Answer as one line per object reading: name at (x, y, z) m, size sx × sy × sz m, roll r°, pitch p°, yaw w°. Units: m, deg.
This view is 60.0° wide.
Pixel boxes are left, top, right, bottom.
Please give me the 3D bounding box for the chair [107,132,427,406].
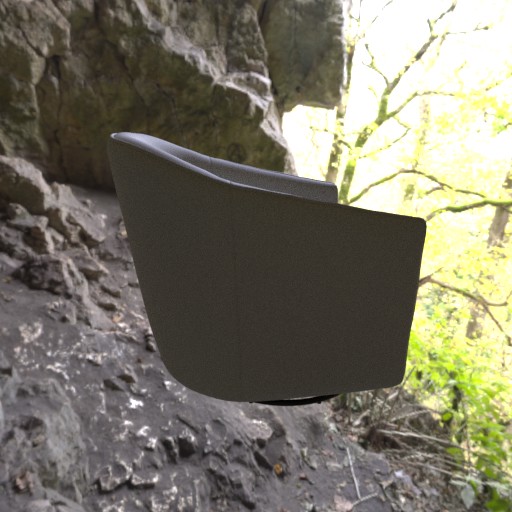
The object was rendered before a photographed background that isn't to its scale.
chair at (0.000, 0.000, 1.481) m, size 0.875 × 0.799 × 0.747 m, roll -3°, pitch 17°, yaw -10°
